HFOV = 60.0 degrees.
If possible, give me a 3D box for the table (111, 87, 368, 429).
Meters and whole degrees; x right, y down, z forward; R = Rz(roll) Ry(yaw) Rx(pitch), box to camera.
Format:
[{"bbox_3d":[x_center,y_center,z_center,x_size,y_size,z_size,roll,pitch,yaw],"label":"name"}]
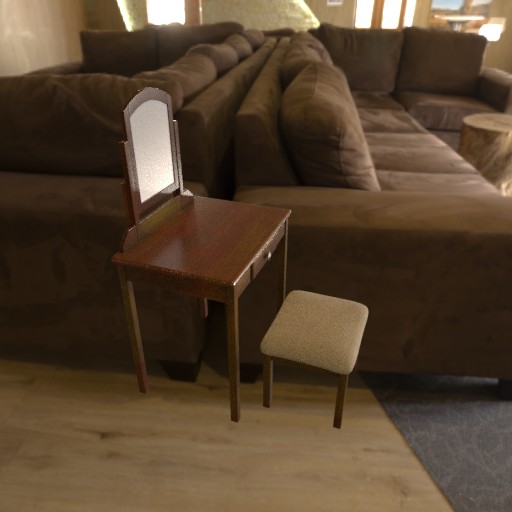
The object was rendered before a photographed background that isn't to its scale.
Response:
[{"bbox_3d":[0.000,0.000,2.363,1.211,1.631,0.876,10,31,18],"label":"table"}]
